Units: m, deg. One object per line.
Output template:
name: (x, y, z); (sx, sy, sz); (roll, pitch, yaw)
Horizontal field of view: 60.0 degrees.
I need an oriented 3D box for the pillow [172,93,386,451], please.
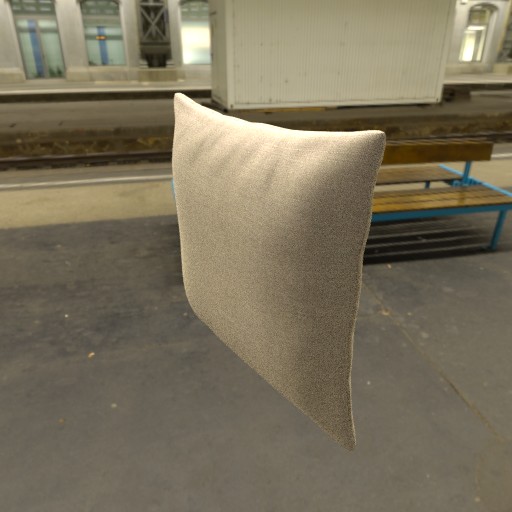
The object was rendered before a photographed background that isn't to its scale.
pillow: (0.000, 0.000, 0.793); (0.166, 0.510, 0.523); (-17, 31, -32)
